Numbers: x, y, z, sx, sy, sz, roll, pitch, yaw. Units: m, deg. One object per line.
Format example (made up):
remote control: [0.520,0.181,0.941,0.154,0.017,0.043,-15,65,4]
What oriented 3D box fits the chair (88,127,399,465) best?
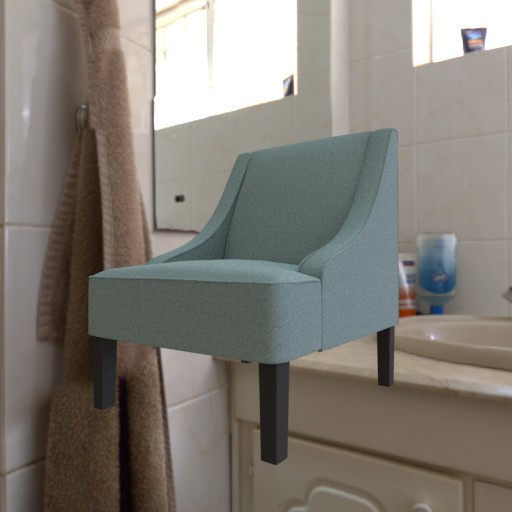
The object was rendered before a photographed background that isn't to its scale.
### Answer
chair: [0.000,0.000,1.810,0.857,1.133,1.025,0,-1,35]
